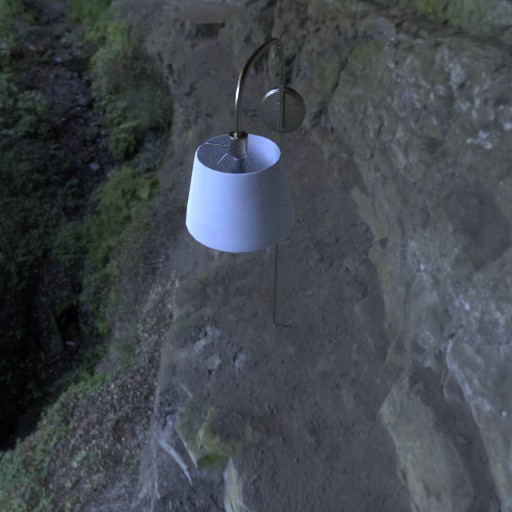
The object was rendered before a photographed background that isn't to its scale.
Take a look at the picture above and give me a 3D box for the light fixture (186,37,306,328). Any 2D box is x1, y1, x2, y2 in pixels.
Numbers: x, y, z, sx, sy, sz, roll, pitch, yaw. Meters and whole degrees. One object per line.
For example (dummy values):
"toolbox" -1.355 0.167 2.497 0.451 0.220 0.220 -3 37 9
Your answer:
"light fixture" 0.000 0.000 0.458 0.092 0.399 0.176 12 42 14
